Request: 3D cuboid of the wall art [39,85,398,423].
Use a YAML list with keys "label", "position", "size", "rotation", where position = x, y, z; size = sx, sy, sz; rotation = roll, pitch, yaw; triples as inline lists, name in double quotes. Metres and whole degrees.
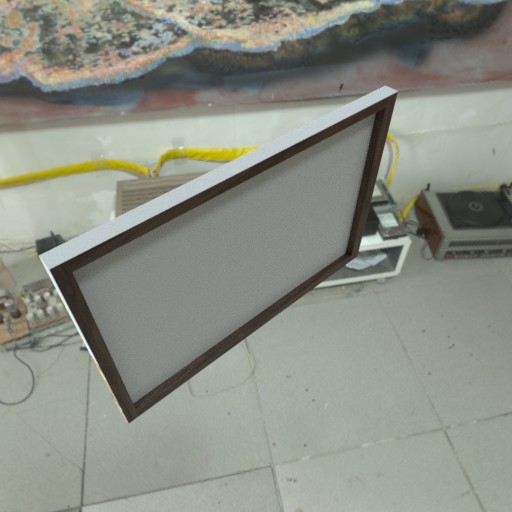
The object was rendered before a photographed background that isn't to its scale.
- label: "wall art"
  position: [0.000, 0.000, 1.429]
  size: [1.138, 0.761, 0.051]
  rotation: [-32, 55, -27]
